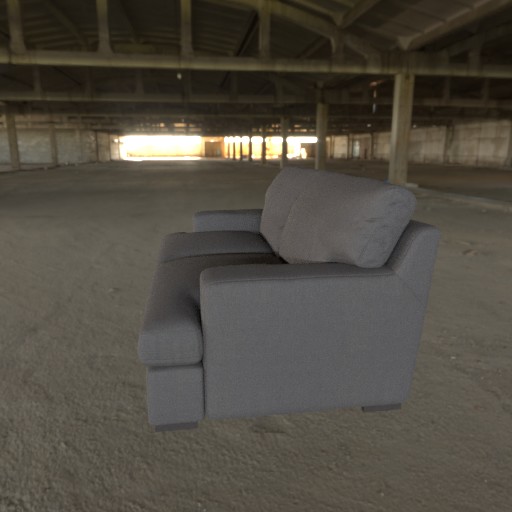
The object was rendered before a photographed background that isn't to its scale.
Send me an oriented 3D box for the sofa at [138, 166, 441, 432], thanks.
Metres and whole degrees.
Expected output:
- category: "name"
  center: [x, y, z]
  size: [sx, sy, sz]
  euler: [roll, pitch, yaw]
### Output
- category: "sofa"
  center: [0.000, 0.000, 2.498]
  size: [1.143, 0.940, 1.880]
  euler: [-2, 14, -9]
